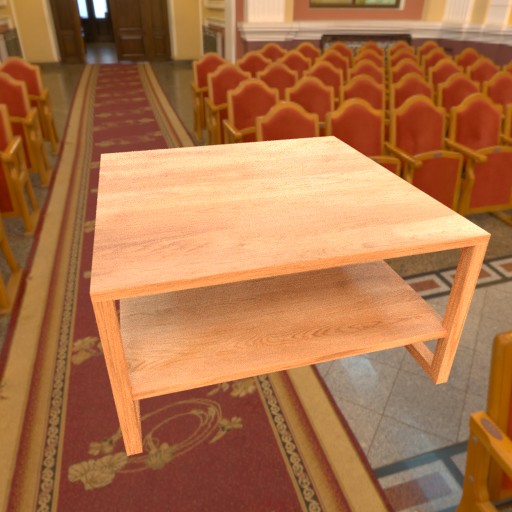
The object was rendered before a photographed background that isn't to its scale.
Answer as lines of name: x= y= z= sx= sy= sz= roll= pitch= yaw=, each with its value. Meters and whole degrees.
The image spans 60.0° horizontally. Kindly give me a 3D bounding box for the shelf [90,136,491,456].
shelf: x=0.000 y=0.000 z=1.433 sx=0.899 sy=0.480 sz=0.899 roll=-8 pitch=31 yaw=-13
